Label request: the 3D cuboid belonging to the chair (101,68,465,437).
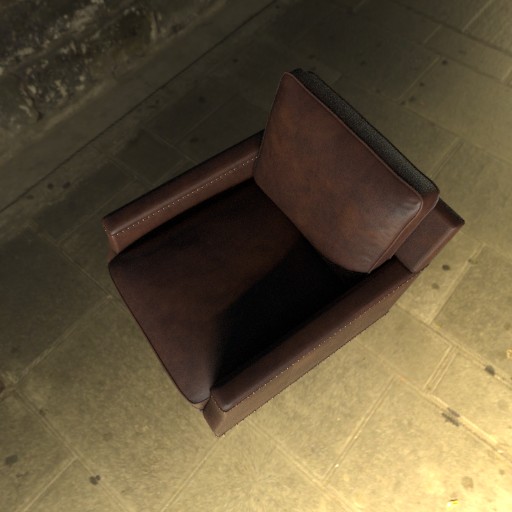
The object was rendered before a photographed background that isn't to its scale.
[{"bbox_3d":[0.000,0.000,1.694,1.014,0.929,0.853,-32,67,-15],"label":"chair"}]
